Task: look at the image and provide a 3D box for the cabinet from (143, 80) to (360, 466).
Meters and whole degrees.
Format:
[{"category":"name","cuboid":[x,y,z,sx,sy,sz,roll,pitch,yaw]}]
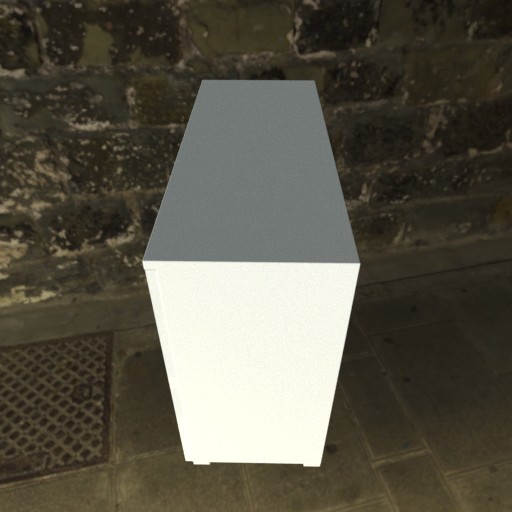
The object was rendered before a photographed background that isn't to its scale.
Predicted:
[{"category":"cabinet","cuboid":[0.000,0.000,1.452,0.400,0.800,1.000,1,40,1]}]
